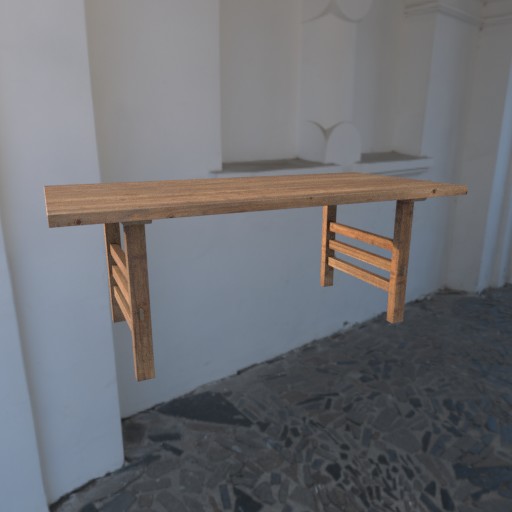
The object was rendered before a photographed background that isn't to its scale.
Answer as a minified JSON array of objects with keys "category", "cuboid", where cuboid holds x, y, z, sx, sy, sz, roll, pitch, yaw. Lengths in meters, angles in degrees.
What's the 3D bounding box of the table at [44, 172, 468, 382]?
[{"category":"table","cuboid":[0.000,0.000,2.415,2.003,0.760,0.952,-7,17,-24]}]
